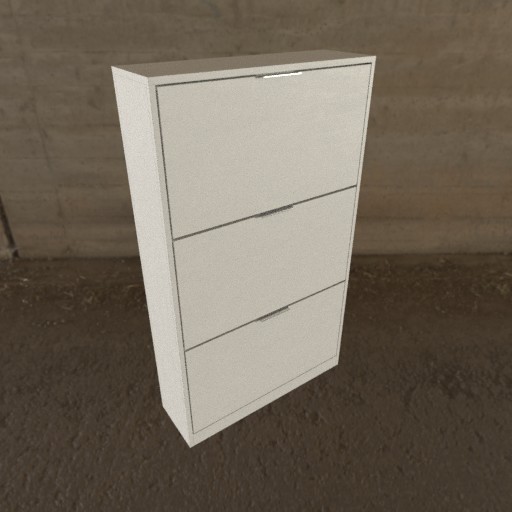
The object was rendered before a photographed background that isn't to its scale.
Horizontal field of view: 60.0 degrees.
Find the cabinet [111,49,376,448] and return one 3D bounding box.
[{"bbox_3d":[0.000,0.000,1.578,0.750,1.280,0.250,-20,35,-30],"label":"cabinet"}]
